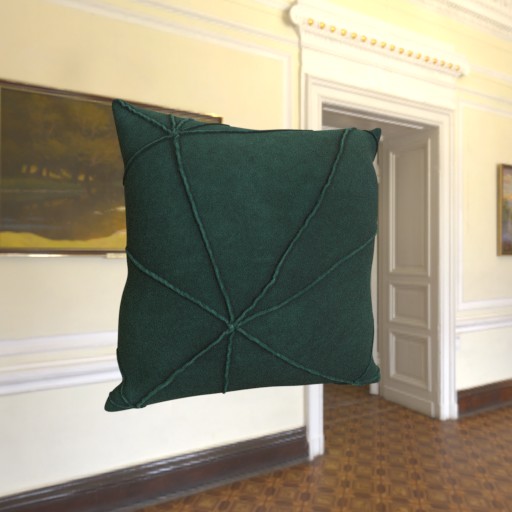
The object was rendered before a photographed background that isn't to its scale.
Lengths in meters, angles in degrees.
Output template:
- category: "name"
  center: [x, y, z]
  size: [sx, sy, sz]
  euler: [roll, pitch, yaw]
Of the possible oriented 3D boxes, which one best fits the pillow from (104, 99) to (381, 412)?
- category: "pillow"
  center: [0.000, 0.000, 0.676]
  size: [0.439, 0.440, 0.184]
  euler: [0, 0, -16]
